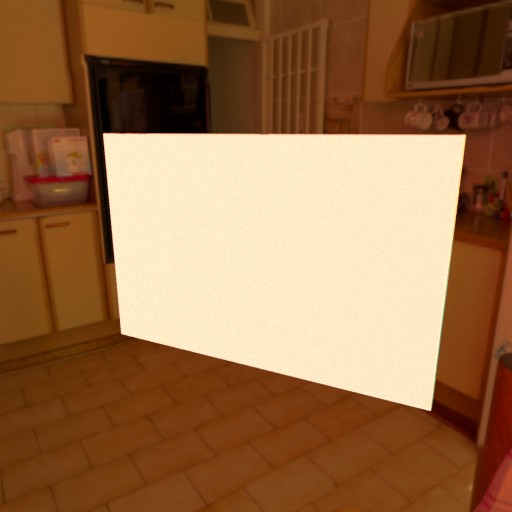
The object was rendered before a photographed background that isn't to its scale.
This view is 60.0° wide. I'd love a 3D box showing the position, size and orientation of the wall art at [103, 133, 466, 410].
[{"bbox_3d":[0.000,0.000,0.763,0.609,0.406,0.039,8,17,25],"label":"wall art"}]
